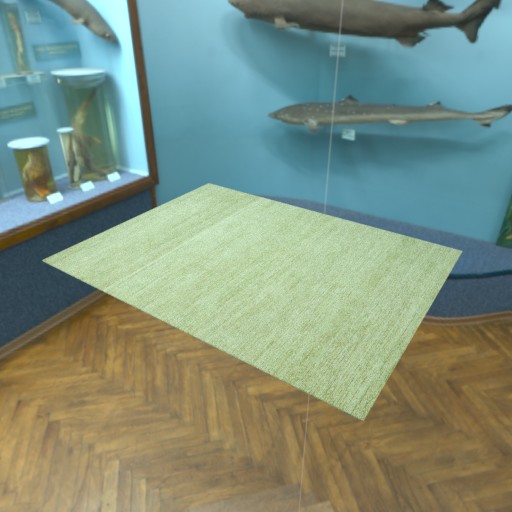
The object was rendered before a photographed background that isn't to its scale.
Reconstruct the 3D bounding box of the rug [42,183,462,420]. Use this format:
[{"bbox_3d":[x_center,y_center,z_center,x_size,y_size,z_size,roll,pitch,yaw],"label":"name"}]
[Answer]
[{"bbox_3d":[0.000,0.000,4.228,3.198,0.016,2.425,19,35,29],"label":"rug"}]
